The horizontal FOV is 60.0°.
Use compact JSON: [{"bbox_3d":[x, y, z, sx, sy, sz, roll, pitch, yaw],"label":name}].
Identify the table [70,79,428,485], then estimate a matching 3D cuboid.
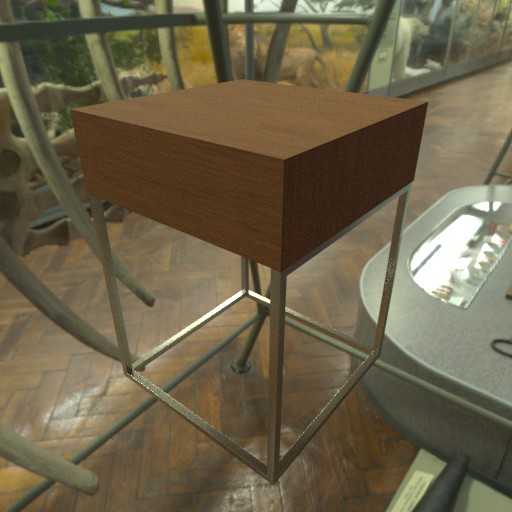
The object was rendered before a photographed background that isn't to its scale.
[{"bbox_3d":[0.000,0.000,0.824,0.397,0.540,0.398,22,36,33],"label":"table"}]
